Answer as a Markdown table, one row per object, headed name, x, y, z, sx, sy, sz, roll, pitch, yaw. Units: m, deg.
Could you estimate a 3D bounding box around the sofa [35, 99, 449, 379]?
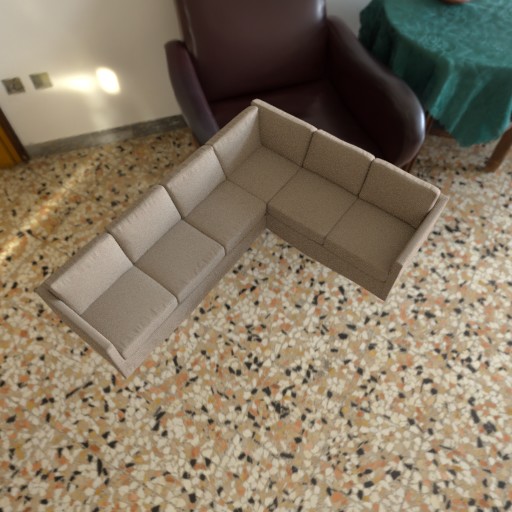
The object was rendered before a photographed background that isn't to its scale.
| name | x | y | z | sx | sy | sz | roll | pitch | yaw |
| --- | --- | --- | --- | --- | --- | --- | --- | --- | --- |
| sofa | 0.000 | 0.000 | 4.321 | 2.432 | 0.871 | 3.182 | 33 | 63 | 19 |
